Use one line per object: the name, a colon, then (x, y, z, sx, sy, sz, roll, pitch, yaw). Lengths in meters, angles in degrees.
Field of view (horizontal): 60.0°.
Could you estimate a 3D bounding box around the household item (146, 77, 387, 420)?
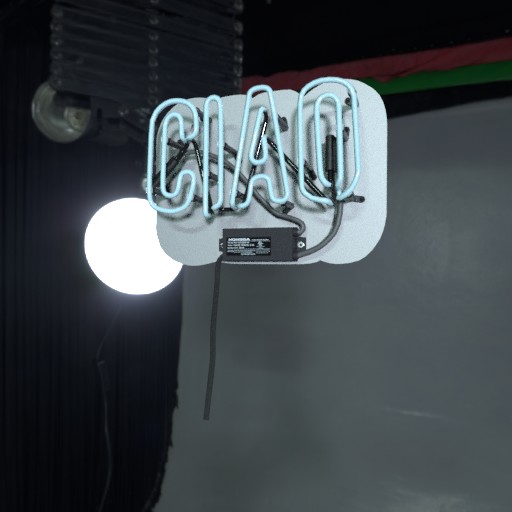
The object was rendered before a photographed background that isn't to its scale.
household item: (0.000, 0.000, 0.374, 0.211, 0.294, 0.042, 0, 0, 18)
